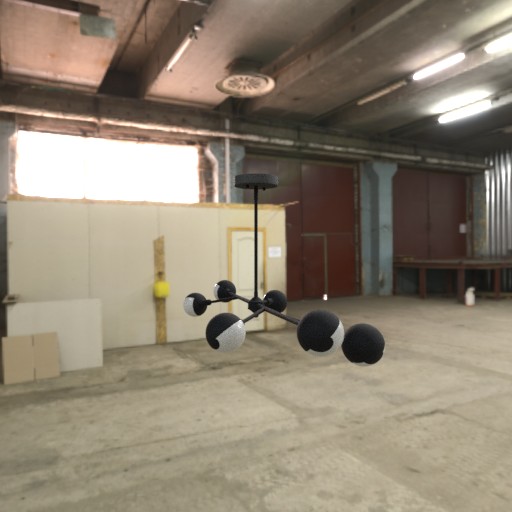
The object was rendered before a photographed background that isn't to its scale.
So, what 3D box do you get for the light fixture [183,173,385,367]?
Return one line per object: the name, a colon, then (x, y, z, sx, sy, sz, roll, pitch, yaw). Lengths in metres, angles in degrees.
light fixture: (0.000, 0.000, 1.021, 0.434, 0.362, 0.778, 0, 0, 1)
